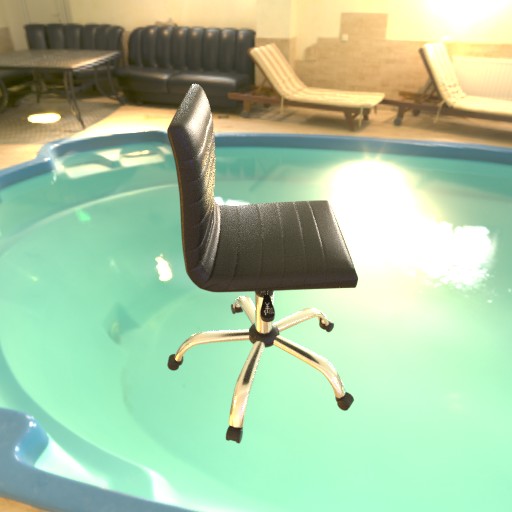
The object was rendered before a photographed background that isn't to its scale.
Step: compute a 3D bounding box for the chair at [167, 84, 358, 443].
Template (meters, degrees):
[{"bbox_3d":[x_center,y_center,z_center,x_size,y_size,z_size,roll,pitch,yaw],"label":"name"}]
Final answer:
[{"bbox_3d":[0.000,0.000,1.143,0.530,0.780,0.556,-1,32,-1],"label":"chair"}]
